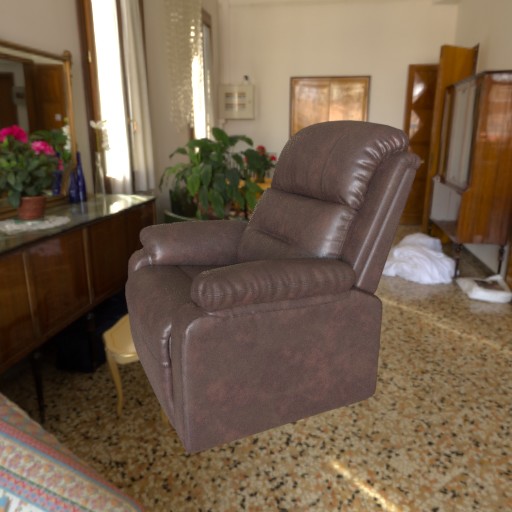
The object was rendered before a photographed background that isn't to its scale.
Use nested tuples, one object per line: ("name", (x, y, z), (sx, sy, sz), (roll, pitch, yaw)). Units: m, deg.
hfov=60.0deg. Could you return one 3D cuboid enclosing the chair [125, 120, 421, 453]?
("chair", (0.000, 0.000, 1.681), (0.919, 0.992, 0.855), (-7, 17, -25))
